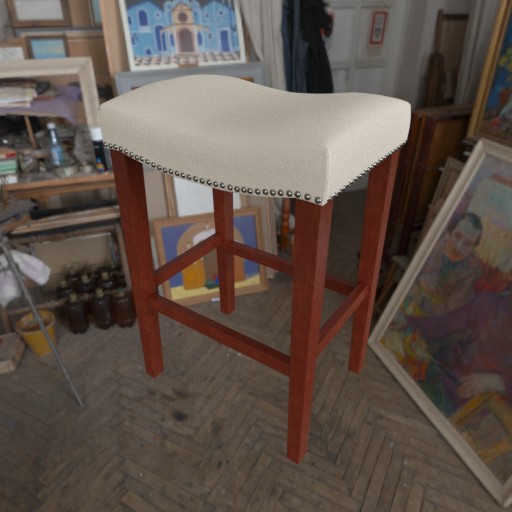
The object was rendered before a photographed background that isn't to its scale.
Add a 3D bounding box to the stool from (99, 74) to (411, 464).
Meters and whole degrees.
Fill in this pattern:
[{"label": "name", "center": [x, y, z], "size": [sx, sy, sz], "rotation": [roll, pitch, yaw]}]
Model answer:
[{"label": "stool", "center": [0.000, 0.000, 1.035], "size": [0.504, 0.742, 0.372], "rotation": [20, 36, 29]}]
